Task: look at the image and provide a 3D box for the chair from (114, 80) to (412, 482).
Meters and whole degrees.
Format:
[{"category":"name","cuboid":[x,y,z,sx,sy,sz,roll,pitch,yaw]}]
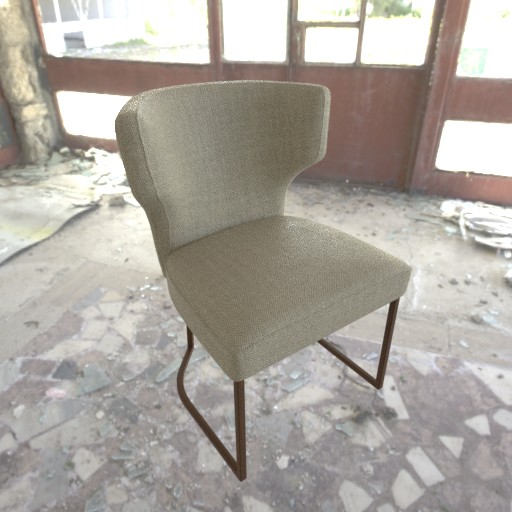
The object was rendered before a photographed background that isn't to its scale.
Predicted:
[{"category":"chair","cuboid":[0.000,0.000,1.205,0.611,0.824,0.617,-20,36,-31]}]
